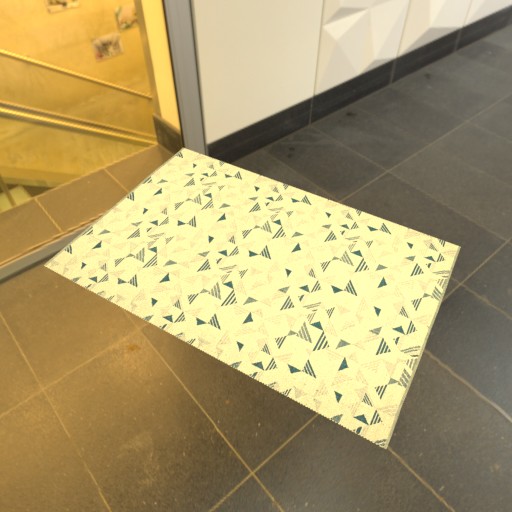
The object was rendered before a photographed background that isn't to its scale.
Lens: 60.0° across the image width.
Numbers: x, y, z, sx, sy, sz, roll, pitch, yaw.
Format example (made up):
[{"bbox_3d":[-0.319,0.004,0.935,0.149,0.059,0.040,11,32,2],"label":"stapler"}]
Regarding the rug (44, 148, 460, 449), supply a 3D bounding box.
[{"bbox_3d":[0.000,0.000,2.321,1.835,0.003,1.206,23,52,20],"label":"rug"}]
